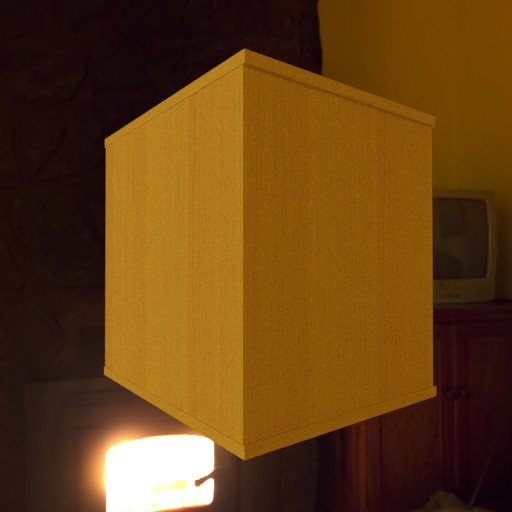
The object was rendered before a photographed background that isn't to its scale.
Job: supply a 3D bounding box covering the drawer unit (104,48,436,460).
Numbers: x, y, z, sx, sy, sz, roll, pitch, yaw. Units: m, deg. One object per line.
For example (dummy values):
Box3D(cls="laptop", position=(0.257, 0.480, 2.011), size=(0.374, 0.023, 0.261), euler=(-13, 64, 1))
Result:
Box3D(cls="drawer unit", position=(0.000, 0.000, 0.596), size=(0.290, 0.344, 0.349), euler=(0, -1, -37))
